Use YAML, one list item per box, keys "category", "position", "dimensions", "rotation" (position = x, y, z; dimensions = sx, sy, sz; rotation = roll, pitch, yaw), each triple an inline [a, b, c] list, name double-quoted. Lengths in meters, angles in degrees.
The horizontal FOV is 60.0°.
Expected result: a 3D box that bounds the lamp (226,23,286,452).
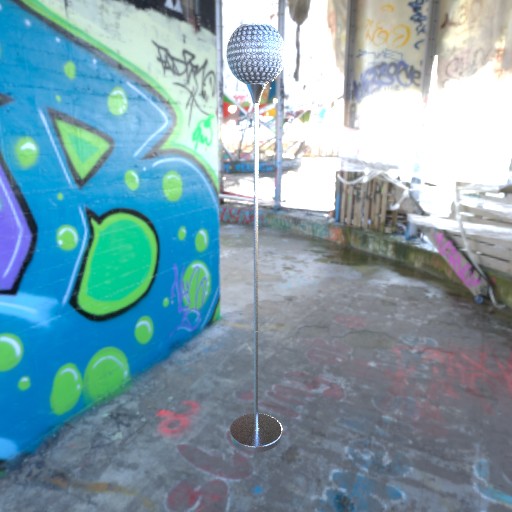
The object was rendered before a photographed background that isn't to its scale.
- category: "lamp"
  position: [0.000, 0.000, 1.924]
  dimensions: [0.254, 1.805, 0.254]
  rotation: [0, 15, 0]
